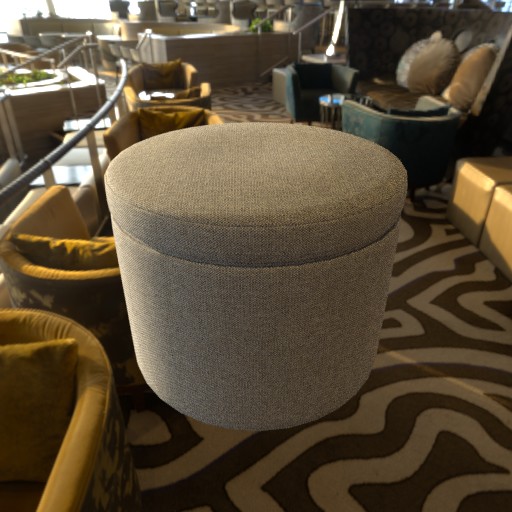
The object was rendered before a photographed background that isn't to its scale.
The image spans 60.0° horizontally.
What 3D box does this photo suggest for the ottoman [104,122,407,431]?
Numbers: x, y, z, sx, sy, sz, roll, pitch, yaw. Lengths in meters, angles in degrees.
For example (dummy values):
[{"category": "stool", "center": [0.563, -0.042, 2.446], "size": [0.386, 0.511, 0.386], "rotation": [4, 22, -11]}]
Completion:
[{"category": "ottoman", "center": [0.000, 0.000, 0.850], "size": [0.500, 0.419, 0.500], "rotation": [0, 31, 0]}]
